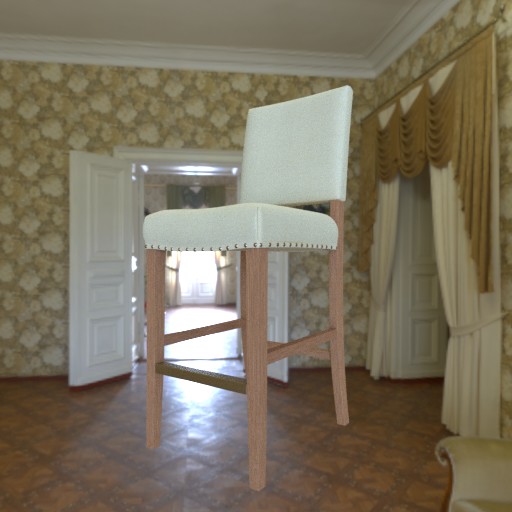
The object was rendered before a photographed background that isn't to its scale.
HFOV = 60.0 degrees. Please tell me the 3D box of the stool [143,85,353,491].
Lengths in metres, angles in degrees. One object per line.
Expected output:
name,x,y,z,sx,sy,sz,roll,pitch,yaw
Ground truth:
stool,0.000,0.000,1.451,0.445,1.168,0.584,0,0,36
